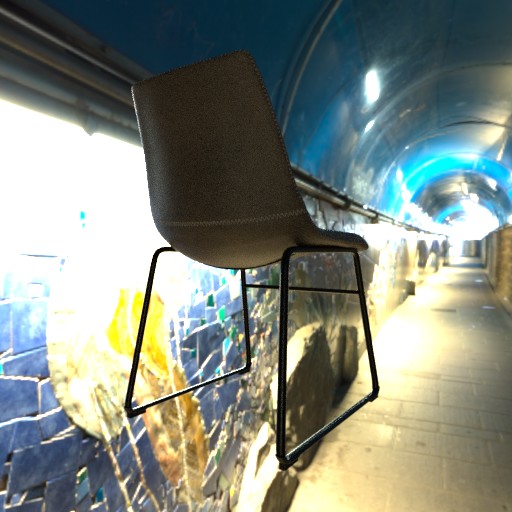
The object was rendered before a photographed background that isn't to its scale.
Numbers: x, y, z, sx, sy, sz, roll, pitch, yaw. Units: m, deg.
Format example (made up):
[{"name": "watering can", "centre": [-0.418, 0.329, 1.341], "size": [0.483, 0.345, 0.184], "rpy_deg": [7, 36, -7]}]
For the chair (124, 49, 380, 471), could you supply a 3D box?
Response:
[{"name": "chair", "centre": [0.000, 0.000, 1.124], "size": [0.460, 0.780, 0.550], "rpy_deg": [1, 1, 35]}]
